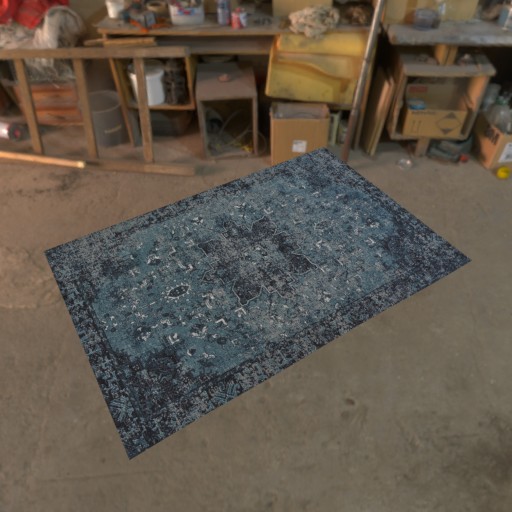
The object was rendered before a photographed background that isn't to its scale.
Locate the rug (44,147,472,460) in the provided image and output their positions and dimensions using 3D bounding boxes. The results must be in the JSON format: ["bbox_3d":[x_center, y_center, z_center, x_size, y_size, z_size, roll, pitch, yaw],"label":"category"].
[{"bbox_3d":[0.000,0.000,2.270,1.828,0.005,1.219,-24,51,-21],"label":"rug"}]
